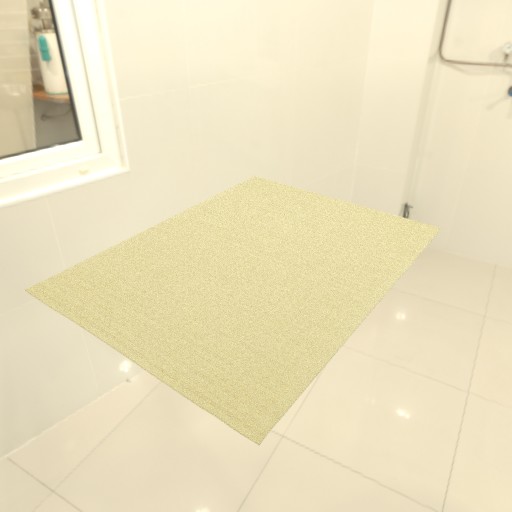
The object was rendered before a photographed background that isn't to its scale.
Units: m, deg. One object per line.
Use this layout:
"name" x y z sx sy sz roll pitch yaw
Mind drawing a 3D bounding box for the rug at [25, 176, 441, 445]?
"rug" 0.000 0.000 4.173 2.452 0.016 3.204 22 38 31
